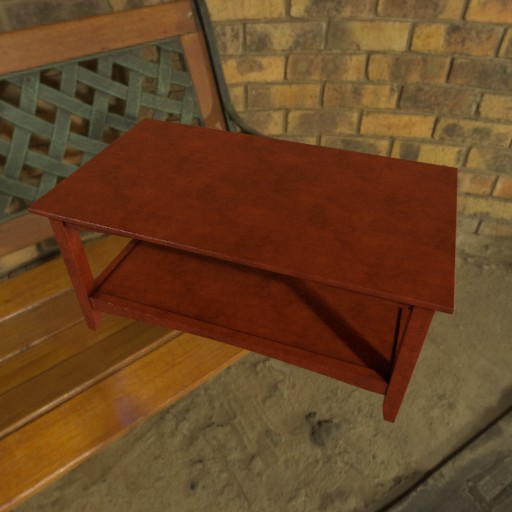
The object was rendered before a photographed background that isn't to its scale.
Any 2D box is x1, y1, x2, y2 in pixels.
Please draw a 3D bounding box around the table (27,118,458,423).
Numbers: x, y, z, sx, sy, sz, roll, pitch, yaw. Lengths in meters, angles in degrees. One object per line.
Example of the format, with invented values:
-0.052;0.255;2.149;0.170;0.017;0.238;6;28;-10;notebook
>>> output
0.000;0.000;1.247;0.943;0.456;0.533;13;43;15;table
